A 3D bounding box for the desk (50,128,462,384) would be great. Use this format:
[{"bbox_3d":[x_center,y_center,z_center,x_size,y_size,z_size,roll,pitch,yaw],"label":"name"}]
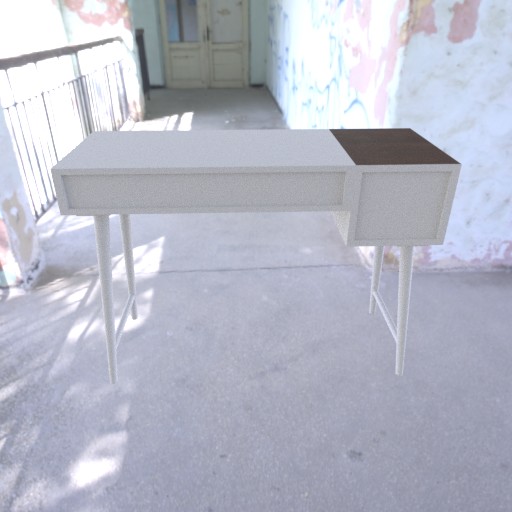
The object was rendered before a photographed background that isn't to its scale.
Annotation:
[{"bbox_3d":[0.000,0.000,1.513,1.069,0.761,0.409,-1,29,-2],"label":"desk"}]
